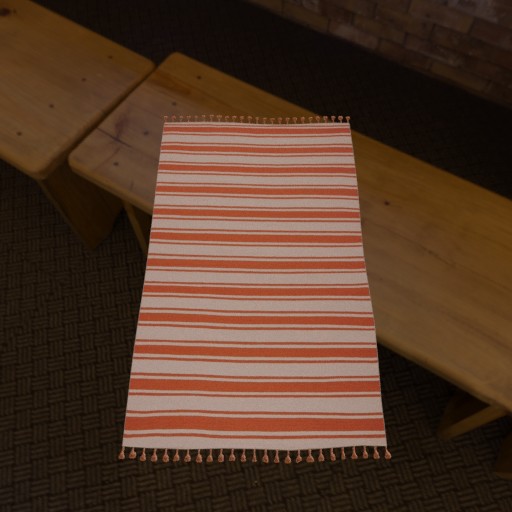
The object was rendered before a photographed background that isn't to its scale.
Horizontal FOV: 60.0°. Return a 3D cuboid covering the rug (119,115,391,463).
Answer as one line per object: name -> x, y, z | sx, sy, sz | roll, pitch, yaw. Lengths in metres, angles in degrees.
rug -> 0.000, 0.000, 2.470 | 1.232, 0.017, 2.092 | 0, 63, 0
